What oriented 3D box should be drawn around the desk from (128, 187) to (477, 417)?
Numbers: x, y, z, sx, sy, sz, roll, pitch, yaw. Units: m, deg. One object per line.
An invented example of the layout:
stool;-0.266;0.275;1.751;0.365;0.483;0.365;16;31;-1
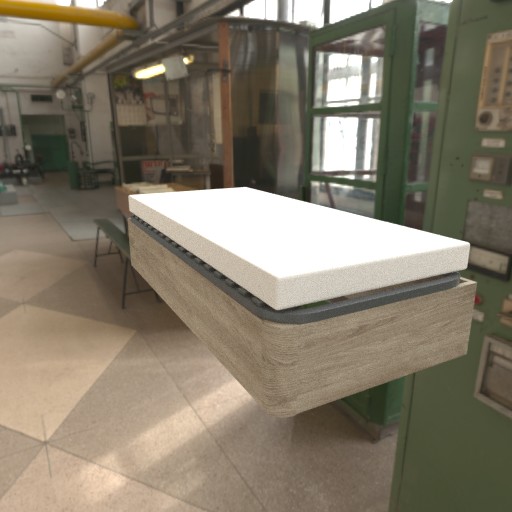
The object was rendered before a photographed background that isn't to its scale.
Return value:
desk;0.000;0.000;2.301;0.900;0.455;1.900;-9;18;-27
